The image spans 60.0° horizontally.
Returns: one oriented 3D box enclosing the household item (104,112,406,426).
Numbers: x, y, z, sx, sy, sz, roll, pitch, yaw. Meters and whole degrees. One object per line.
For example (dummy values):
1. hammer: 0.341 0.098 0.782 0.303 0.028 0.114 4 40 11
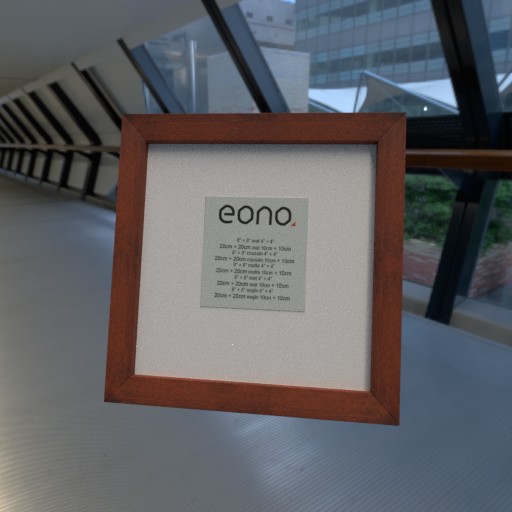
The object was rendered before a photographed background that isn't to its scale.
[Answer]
1. household item: 0.000 0.000 0.388 0.240 0.240 0.131 2 16 7
